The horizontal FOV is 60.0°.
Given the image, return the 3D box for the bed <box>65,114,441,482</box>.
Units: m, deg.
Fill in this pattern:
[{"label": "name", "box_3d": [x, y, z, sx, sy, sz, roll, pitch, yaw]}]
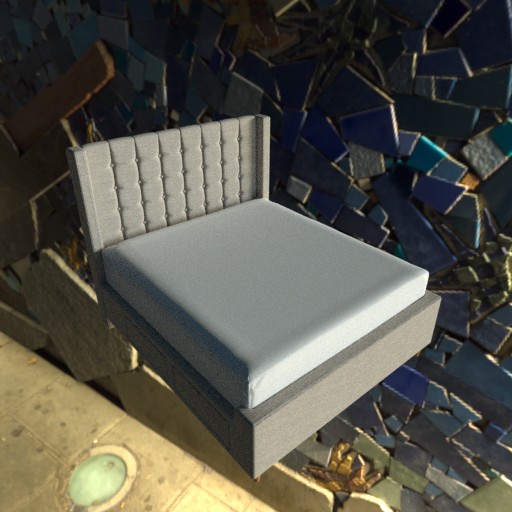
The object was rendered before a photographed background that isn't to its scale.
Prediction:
[{"label": "bed", "box_3d": [0.000, 0.000, 3.769, 2.044, 1.748, 2.372, -22, 36, -34]}]
